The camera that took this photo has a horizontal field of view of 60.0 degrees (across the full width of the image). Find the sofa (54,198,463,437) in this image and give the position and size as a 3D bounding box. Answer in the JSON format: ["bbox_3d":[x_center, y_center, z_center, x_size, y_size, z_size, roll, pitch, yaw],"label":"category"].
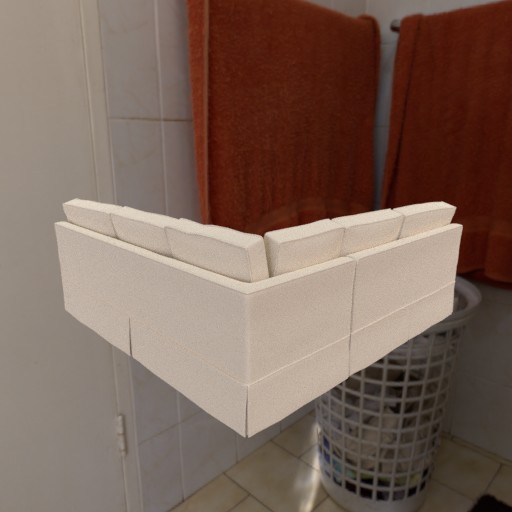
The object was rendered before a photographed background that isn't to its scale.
[{"bbox_3d":[0.000,0.000,3.995,2.591,1.070,2.597,-14,20,-42],"label":"sofa"}]
